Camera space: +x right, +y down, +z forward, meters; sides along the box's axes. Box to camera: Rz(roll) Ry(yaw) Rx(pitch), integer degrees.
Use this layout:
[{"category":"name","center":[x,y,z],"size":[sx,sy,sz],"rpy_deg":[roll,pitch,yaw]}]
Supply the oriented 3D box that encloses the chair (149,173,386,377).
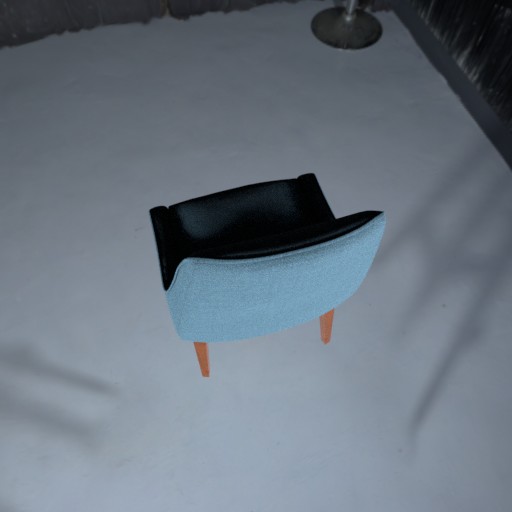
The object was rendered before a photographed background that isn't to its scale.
[{"category":"chair","center":[0.000,0.000,1.225],"size":[0.529,0.861,0.544],"rpy_deg":[-14,60,-8]}]
